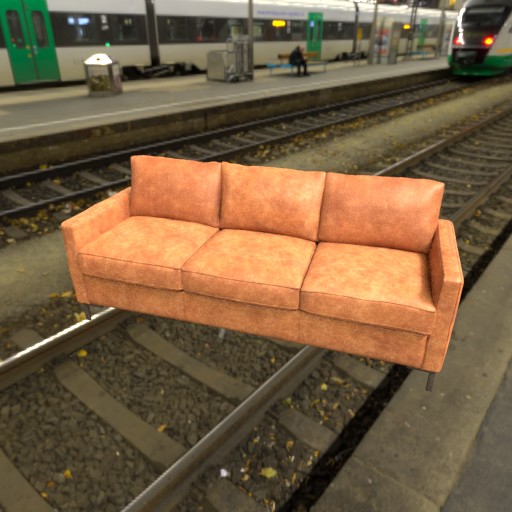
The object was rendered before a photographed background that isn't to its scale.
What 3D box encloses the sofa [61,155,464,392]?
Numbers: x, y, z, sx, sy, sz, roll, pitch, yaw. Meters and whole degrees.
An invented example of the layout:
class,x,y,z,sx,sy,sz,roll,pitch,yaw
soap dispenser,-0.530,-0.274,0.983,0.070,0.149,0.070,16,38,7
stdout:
class,x,y,z,sx,sy,sz,roll,pitch,yaw
sofa,0.000,0.000,2.446,2.029,0.863,0.748,8,28,16
